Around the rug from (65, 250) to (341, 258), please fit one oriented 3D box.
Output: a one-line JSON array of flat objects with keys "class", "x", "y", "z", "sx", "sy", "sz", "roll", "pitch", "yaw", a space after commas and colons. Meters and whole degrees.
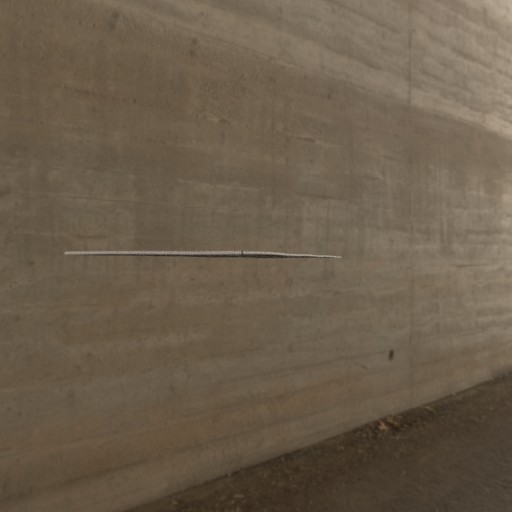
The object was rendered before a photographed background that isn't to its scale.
[{"class": "rug", "x": 0.000, "y": 0.000, "z": 2.428, "sx": 0.645, "sy": 0.015, "sz": 2.182, "roll": 0, "pitch": -1, "yaw": 18}]
